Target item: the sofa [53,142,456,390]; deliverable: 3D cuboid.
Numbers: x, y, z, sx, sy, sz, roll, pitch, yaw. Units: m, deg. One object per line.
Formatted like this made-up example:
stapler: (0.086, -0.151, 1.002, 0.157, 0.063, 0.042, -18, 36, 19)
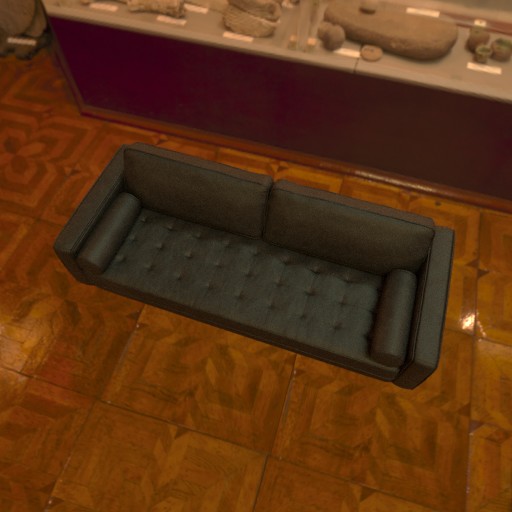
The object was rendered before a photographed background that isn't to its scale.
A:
sofa: (0.000, 0.000, 2.708, 2.210, 0.762, 0.914, 16, 60, 10)
